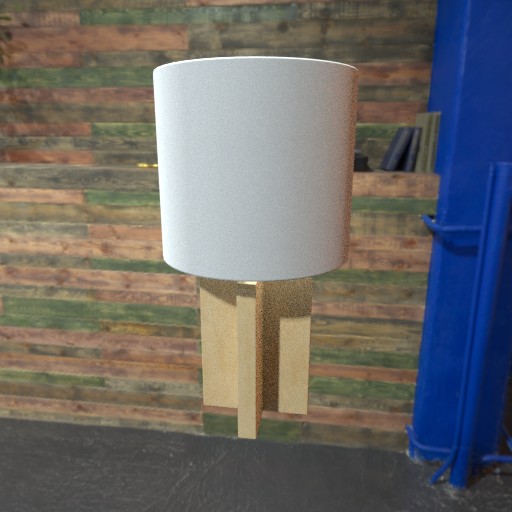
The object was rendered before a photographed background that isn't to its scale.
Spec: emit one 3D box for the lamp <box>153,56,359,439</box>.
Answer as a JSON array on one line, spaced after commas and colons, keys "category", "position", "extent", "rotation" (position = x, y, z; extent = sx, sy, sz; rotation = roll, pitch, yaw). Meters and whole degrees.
[{"category": "lamp", "position": [0.000, 0.000, 0.559], "extent": [0.229, 0.428, 0.229], "rotation": [2, 15, 9]}]
